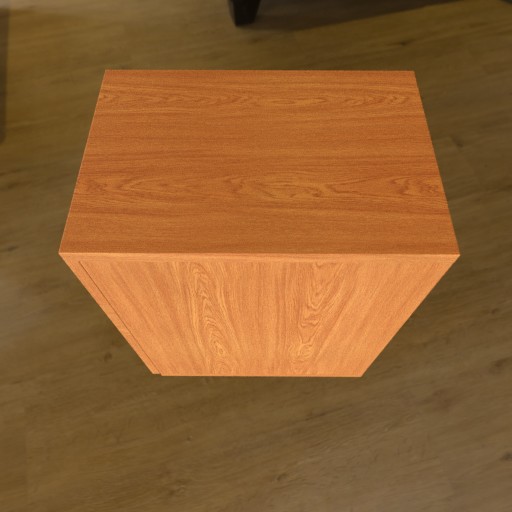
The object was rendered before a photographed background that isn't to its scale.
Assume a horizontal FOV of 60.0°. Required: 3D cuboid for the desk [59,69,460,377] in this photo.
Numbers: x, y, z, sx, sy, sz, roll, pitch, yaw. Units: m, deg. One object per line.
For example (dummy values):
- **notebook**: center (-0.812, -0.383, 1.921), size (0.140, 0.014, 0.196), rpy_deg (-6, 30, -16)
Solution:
- **desk**: center (0.000, 0.000, 1.065), size (0.600, 0.730, 0.404), rpy_deg (0, 61, 0)
